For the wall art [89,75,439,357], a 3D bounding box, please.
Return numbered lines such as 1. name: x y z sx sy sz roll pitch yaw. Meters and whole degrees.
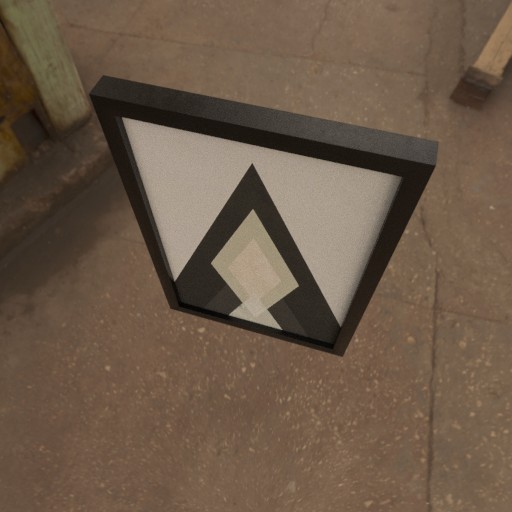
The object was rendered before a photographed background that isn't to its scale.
1. wall art: 0.000 0.000 0.583 0.313 0.457 0.031 14 59 9
